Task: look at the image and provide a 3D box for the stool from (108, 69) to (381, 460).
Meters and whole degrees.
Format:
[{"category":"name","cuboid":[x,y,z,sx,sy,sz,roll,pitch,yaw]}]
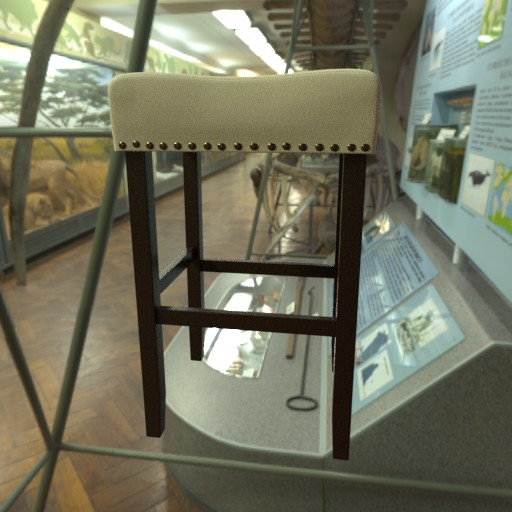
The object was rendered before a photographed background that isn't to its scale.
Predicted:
[{"category":"stool","cuboid":[0.000,0.000,1.025,0.471,0.762,0.401,3,17,9]}]
